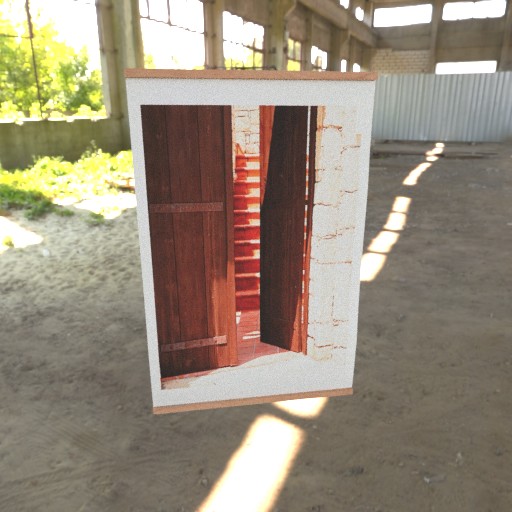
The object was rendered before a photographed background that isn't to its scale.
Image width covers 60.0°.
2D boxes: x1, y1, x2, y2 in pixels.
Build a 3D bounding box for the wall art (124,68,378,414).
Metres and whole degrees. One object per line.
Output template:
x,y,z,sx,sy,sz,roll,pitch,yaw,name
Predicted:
0.000,0.000,0.657,0.332,0.508,0.012,-3,18,-9,wall art
